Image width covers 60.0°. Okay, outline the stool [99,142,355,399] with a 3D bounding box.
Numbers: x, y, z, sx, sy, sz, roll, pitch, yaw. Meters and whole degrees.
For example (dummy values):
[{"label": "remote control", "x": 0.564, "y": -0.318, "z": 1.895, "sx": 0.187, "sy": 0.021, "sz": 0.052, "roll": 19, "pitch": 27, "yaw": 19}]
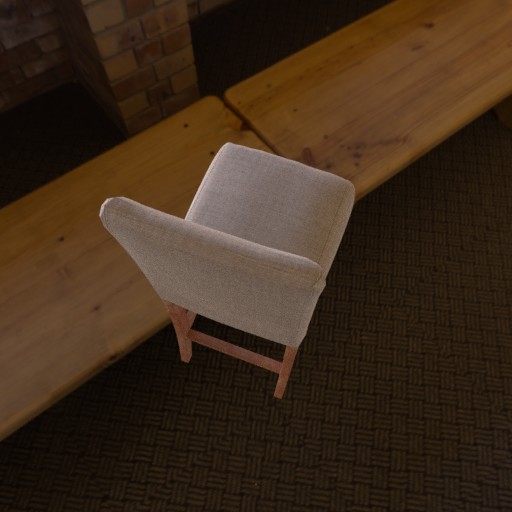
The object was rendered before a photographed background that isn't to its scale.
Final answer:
[{"label": "stool", "x": 0.000, "y": 0.000, "z": 1.341, "sx": 0.454, "sy": 1.039, "sz": 0.567, "roll": 19, "pitch": 64, "yaw": 9}]
